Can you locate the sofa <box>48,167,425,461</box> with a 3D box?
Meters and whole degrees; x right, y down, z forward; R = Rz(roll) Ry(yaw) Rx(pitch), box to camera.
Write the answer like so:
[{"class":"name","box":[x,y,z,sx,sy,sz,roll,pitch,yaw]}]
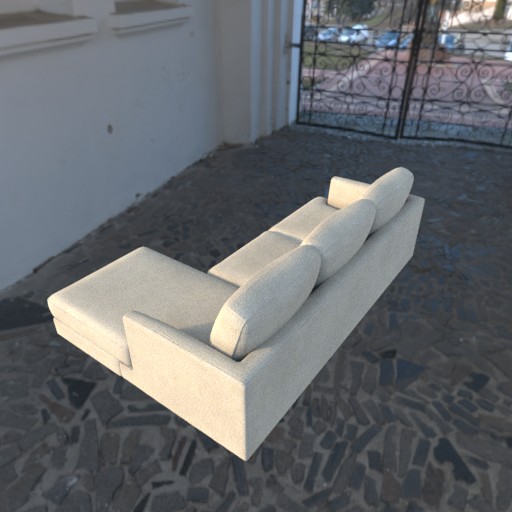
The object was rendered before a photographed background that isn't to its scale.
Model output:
[{"class":"sofa","box":[0.000,0.000,3.019,1.504,0.956,2.233,21,38,30]}]
